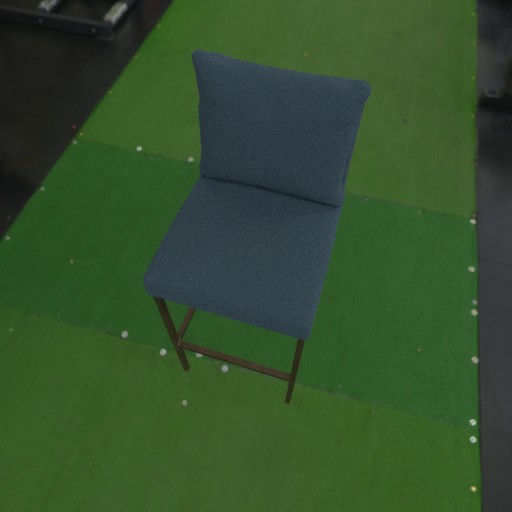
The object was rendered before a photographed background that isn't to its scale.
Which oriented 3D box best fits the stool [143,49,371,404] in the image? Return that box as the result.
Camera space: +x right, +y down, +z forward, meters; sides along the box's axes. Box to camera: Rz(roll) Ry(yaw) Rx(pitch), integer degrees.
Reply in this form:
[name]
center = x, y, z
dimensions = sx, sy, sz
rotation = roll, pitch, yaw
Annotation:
[stool]
center = 0.000, 0.000, 1.426
dimensions = 0.463, 1.124, 0.568
rotation = 15, 59, 9
